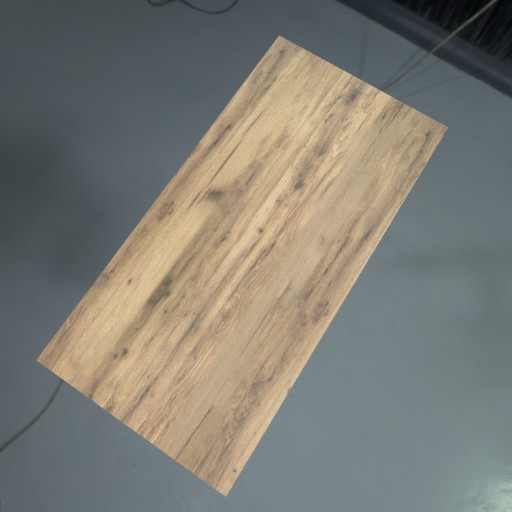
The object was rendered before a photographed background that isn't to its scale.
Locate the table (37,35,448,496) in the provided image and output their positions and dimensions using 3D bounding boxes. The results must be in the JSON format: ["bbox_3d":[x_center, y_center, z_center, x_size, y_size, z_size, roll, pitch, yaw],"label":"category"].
[{"bbox_3d":[0.000,0.000,2.456,1.000,0.770,2.000,32,78,8],"label":"table"}]
